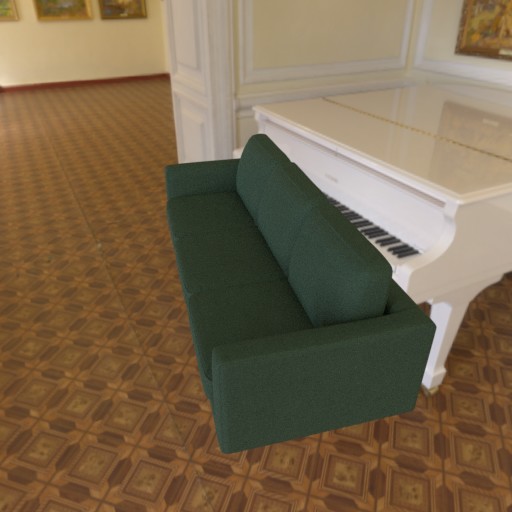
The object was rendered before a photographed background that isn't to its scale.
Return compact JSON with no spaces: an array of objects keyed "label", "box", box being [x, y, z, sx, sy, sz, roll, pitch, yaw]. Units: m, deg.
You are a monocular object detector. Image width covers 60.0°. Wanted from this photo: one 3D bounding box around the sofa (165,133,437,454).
[{"label":"sofa","box":[0.000,0.000,2.521,0.879,0.899,2.029,-8,32,-13]}]
